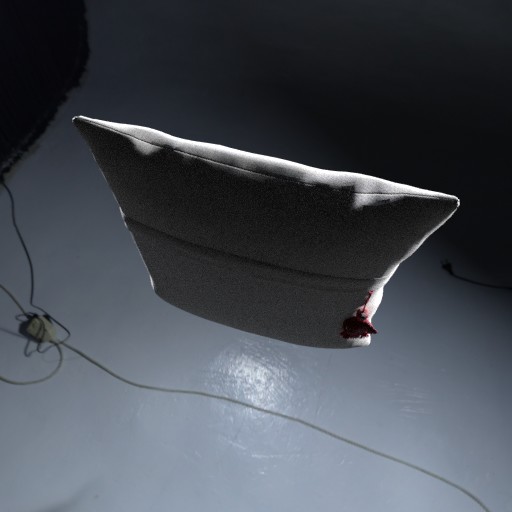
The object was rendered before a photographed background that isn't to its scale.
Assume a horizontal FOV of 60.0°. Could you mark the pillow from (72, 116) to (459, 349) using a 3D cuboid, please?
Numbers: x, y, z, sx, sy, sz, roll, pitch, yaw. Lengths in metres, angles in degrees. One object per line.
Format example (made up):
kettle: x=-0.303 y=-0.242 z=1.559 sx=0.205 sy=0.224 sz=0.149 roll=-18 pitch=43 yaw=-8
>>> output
pillow: x=0.000 y=0.000 z=0.664 sx=0.433 sy=0.436 sz=0.173 roll=14 pitch=59 yaw=9
